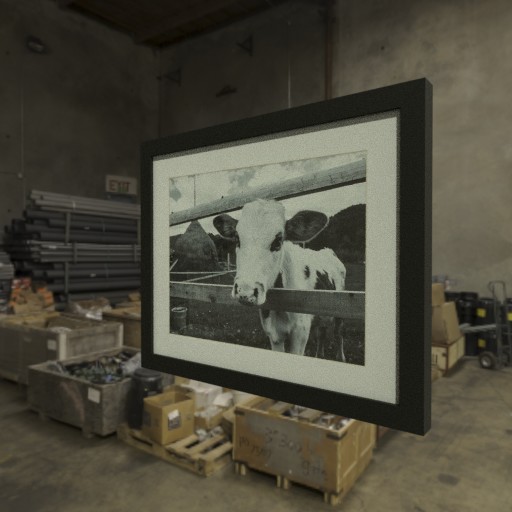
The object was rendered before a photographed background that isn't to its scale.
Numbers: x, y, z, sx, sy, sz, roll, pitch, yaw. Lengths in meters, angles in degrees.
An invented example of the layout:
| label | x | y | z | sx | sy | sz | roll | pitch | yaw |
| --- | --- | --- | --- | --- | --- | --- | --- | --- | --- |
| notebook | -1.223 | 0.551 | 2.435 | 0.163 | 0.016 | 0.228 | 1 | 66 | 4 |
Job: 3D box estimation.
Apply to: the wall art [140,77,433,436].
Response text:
| label | x | y | z | sx | sy | sz | roll | pitch | yaw |
| --- | --- | --- | --- | --- | --- | --- | --- | --- | --- |
| wall art | 0.000 | 0.000 | 0.536 | 0.404 | 0.329 | 0.024 | 1 | 1 | 37 |
